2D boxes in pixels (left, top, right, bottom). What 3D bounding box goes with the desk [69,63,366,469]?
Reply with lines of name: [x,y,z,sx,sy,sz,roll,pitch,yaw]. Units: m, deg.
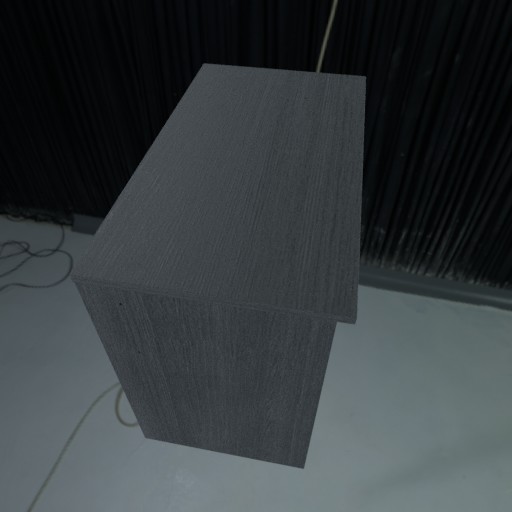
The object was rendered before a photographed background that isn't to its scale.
desk: [0.000,0.000,1.308,0.498,0.724,0.893,8,47,7]
